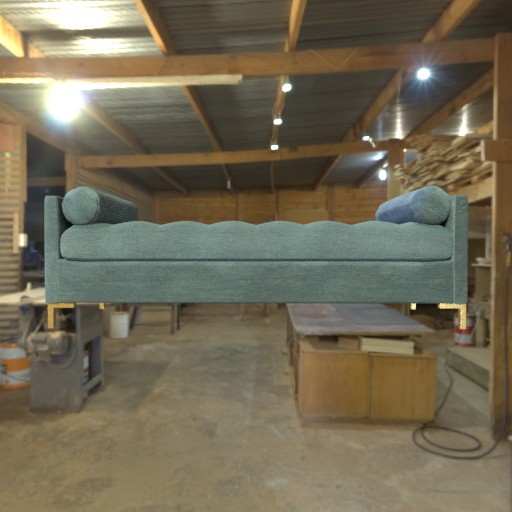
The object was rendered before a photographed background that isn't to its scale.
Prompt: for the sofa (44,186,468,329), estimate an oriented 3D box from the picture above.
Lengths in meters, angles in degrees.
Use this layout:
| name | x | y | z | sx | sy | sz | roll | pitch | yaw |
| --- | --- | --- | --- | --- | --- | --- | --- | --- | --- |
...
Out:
| name | x | y | z | sx | sy | sz | roll | pitch | yaw |
| --- | --- | --- | --- | --- | --- | --- | --- | --- | --- |
| sofa | 0.000 | 0.000 | 2.540 | 2.102 | 0.705 | 0.796 | 0 | 1 | 1 |
